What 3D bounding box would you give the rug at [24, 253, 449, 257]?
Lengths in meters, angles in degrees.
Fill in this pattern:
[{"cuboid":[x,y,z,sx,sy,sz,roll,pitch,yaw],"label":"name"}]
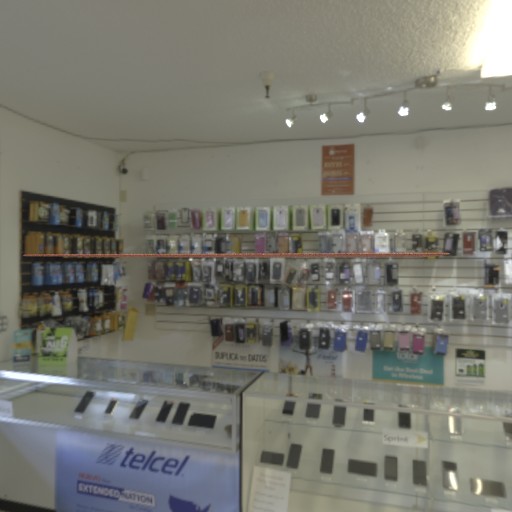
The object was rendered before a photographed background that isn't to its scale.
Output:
[{"cuboid":[0.000,0.000,2.775,2.112,0.009,1.594,0,0,19],"label":"rug"}]
